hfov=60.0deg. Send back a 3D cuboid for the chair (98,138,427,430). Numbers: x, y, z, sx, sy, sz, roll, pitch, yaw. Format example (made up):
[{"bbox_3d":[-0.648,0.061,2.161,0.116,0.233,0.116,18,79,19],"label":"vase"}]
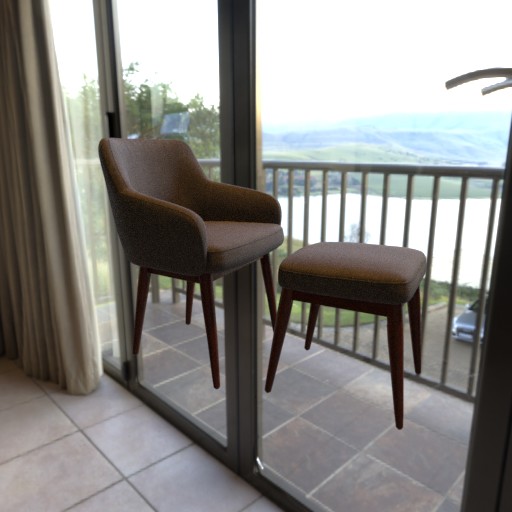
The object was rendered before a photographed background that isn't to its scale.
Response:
[{"bbox_3d":[0.000,0.000,1.540,1.107,0.799,0.584,7,15,27],"label":"chair"}]
